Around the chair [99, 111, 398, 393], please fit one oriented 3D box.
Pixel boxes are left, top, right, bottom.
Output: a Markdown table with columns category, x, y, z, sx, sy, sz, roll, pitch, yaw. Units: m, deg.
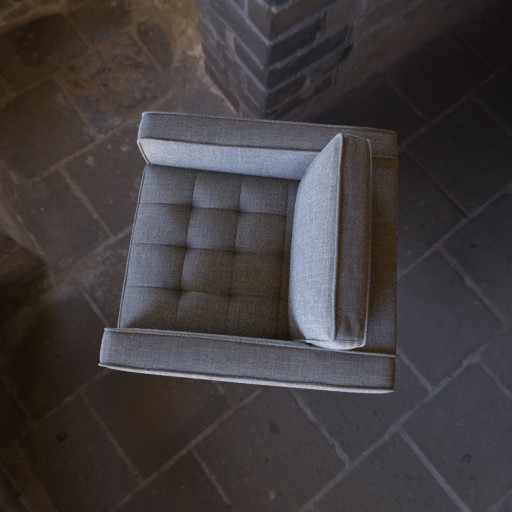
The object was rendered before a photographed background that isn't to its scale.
| category | x | y | z | sx | sy | sz | roll | pitch | yaw |
| --- | --- | --- | --- | --- | --- | --- | --- | --- | --- |
| chair | 0.000 | 0.000 | 1.612 | 0.914 | 0.765 | 0.889 | 5 | 75 | 1 |
